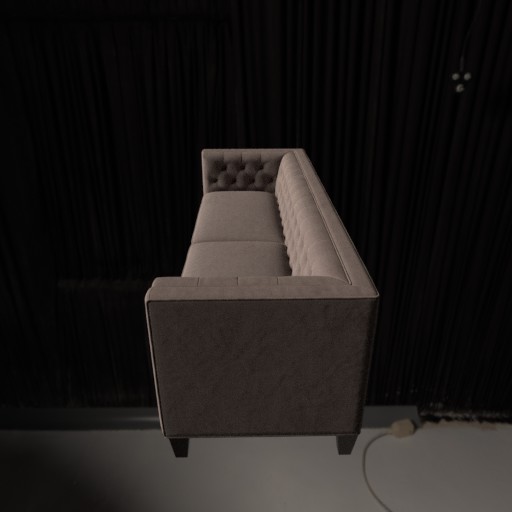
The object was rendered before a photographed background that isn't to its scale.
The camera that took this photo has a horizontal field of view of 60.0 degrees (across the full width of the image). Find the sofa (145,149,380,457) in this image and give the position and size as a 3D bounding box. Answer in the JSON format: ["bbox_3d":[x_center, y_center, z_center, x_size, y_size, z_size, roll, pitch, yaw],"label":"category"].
[{"bbox_3d":[0.000,0.000,2.561,0.775,0.762,2.159,-1,26,-1],"label":"sofa"}]
